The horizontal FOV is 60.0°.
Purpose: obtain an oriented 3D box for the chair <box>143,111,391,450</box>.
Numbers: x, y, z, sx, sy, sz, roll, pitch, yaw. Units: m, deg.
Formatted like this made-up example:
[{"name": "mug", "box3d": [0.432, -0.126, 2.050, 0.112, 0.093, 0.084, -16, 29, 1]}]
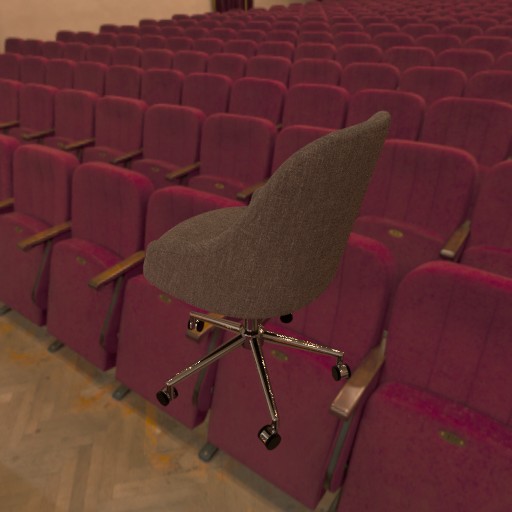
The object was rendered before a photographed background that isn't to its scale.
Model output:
[{"name": "chair", "box3d": [0.000, 0.000, 1.415, 0.712, 0.950, 0.671, 20, 36, 31]}]
